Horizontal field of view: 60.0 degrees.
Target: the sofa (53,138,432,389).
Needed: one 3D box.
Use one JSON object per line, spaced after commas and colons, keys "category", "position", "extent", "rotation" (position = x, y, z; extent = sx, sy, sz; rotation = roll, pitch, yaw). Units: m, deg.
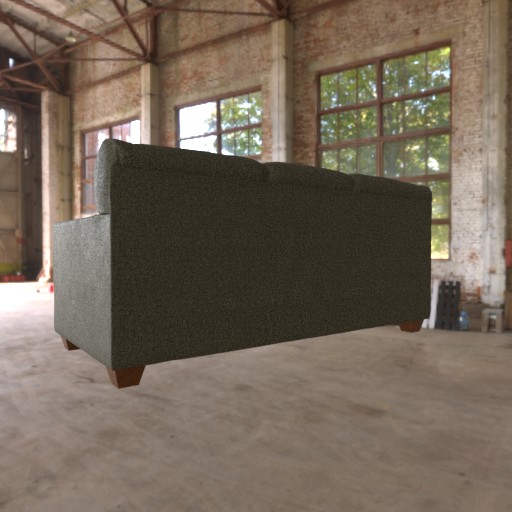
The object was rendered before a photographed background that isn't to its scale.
{"category": "sofa", "position": [0.000, 0.000, 2.556], "extent": [2.024, 0.958, 0.997], "rotation": [-1, 1, -36]}
